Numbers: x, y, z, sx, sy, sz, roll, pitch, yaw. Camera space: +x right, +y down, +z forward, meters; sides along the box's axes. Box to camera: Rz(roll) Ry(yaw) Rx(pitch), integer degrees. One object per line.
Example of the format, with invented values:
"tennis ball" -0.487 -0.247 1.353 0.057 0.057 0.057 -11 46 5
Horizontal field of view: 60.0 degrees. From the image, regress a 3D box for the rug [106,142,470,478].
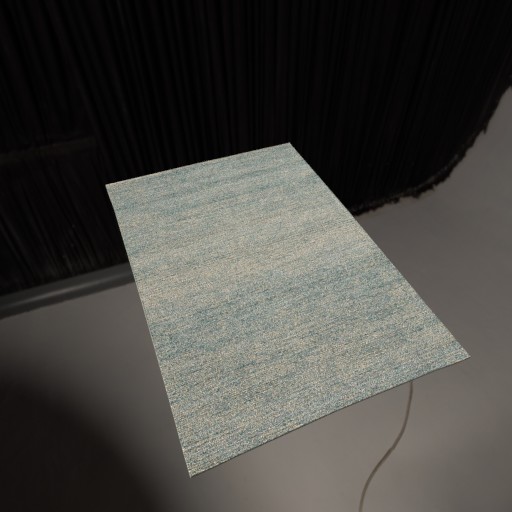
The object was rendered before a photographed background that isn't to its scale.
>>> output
"rug" 0.000 0.000 5.165 2.802 0.052 4.078 -17 49 -15
